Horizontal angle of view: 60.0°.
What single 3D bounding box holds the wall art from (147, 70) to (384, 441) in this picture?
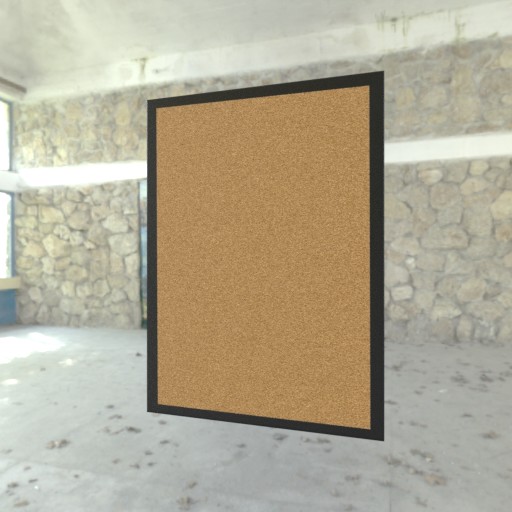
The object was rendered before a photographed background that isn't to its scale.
[{"bbox_3d":[0.000,0.000,1.271,0.707,0.967,0.013,0,0,18],"label":"wall art"}]
